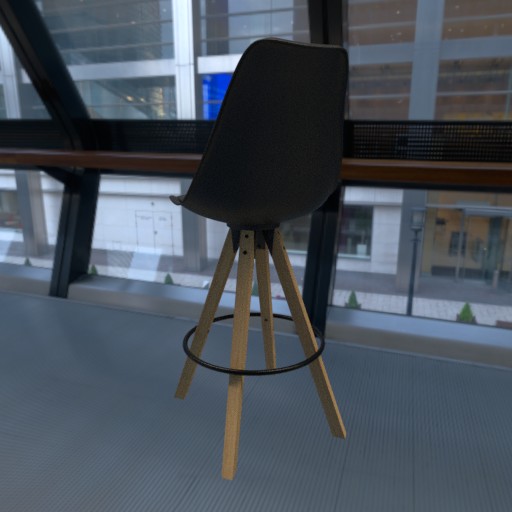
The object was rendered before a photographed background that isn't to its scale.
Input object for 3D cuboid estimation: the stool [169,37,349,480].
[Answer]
[{"bbox_3d":[0.000,0.000,1.359,0.485,1.115,0.550,-7,16,-26],"label":"stool"}]
